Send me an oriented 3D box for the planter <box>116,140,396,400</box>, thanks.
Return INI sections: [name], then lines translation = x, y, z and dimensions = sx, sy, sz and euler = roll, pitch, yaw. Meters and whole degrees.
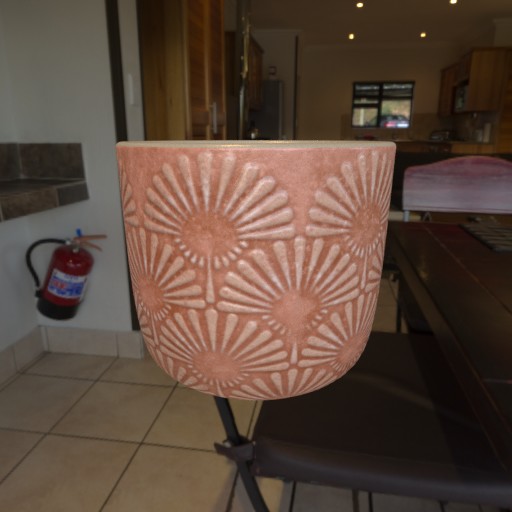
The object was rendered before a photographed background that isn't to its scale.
[planter]
translation = 0.000, 0.000, 0.218
dimensions = 0.124, 0.109, 0.124
euler = 0, 15, 0
